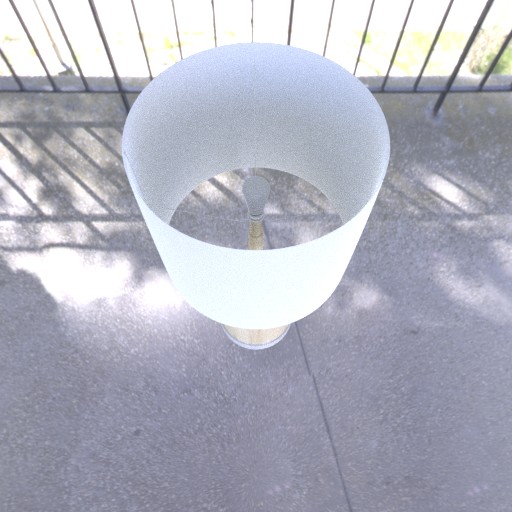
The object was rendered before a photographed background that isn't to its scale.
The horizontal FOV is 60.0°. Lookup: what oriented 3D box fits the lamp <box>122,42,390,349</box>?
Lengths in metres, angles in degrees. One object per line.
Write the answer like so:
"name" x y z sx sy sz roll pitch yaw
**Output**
"lamp" 0.000 0.000 0.587 0.229 0.470 0.229 -1 63 0
